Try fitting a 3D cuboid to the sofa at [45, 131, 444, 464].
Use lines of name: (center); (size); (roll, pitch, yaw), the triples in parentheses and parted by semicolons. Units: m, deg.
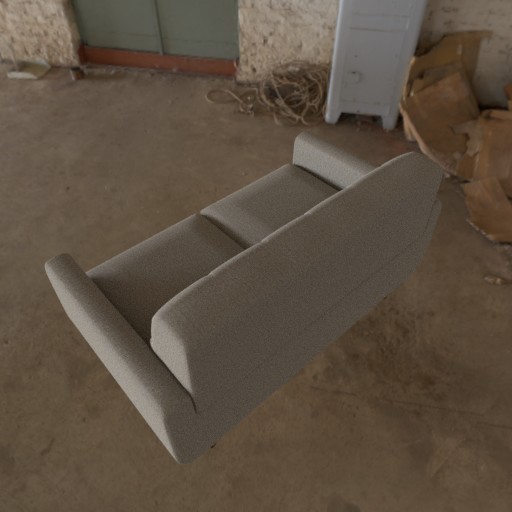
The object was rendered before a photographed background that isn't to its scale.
sofa: (0.000, 0.000, 2.161); (1.651, 0.925, 0.952); (-33, 54, -28)
